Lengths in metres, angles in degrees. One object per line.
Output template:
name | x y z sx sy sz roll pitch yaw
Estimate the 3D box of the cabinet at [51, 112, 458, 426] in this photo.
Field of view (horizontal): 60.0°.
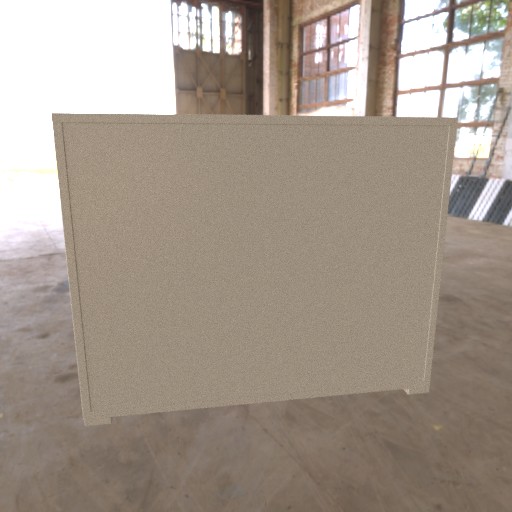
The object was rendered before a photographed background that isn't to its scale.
cabinet | 0.000 0.000 1.361 1.000 0.800 0.400 -2 14 -9
